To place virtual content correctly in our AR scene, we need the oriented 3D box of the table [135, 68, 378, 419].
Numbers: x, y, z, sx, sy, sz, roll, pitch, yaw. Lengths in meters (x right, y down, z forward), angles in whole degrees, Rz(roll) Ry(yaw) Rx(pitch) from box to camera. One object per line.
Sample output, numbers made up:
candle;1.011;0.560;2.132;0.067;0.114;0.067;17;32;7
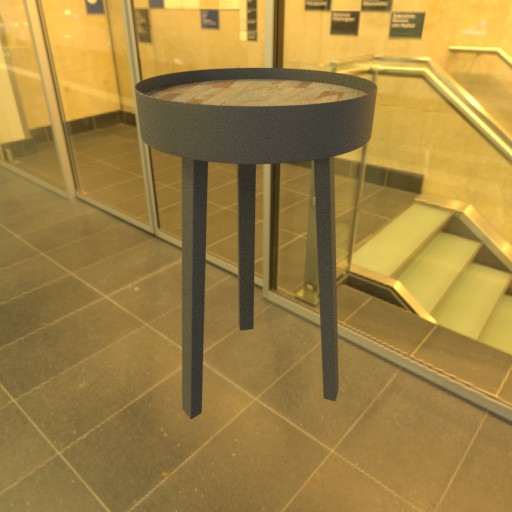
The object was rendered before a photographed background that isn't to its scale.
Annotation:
table;0.000;0.000;0.931;0.406;0.686;0.406;11;31;19
